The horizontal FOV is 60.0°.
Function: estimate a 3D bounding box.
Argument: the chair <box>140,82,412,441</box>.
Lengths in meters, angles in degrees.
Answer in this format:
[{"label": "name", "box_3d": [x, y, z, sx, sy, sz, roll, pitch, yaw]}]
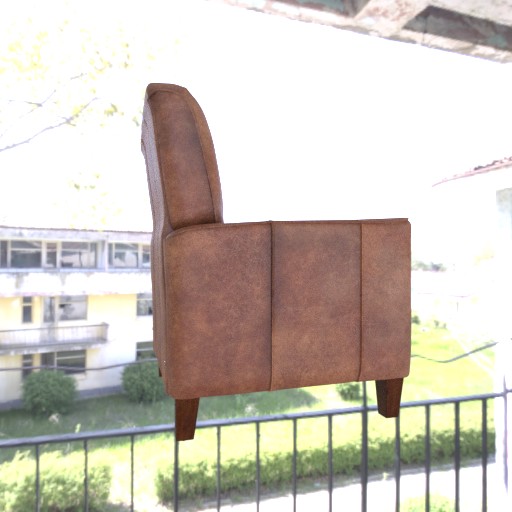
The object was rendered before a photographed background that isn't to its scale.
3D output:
[{"label": "chair", "box_3d": [0.000, 0.000, 1.677, 0.836, 1.043, 0.843, 0, 0, -16]}]
